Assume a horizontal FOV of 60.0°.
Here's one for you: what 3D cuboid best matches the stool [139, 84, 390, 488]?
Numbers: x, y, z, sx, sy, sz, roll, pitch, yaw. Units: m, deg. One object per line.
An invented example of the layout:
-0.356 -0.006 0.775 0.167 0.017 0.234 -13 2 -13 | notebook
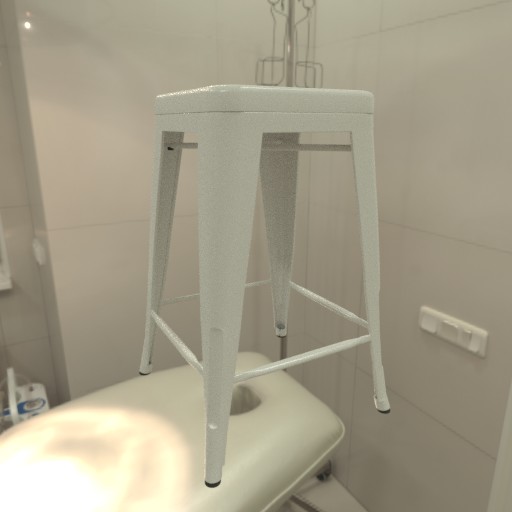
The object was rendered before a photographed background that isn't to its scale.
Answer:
0.000 0.000 0.881 0.406 0.610 0.406 -9 19 -28 | stool
